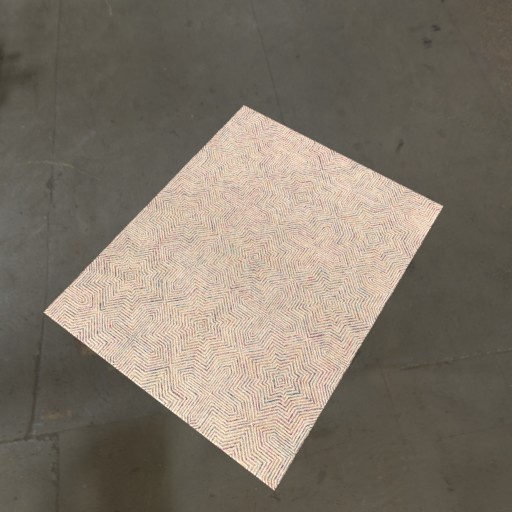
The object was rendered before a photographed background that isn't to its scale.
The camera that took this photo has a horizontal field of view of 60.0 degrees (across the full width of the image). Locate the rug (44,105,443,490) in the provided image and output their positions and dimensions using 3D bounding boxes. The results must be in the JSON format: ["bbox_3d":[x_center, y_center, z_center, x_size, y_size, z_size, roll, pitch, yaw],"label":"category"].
[{"bbox_3d":[0.000,0.000,4.160,2.442,0.008,3.046,31,67,15],"label":"rug"}]
